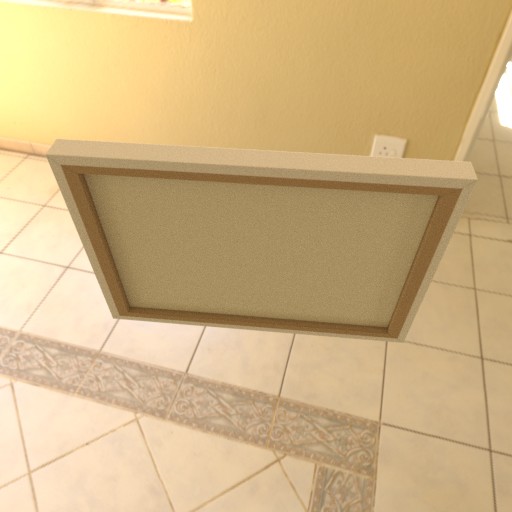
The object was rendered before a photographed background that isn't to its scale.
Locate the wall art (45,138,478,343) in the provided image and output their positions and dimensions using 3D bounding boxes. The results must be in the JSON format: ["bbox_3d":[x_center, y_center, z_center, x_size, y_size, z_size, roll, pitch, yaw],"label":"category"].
[{"bbox_3d":[0.000,0.000,0.786,0.608,0.414,0.042,4,47,4],"label":"wall art"}]
